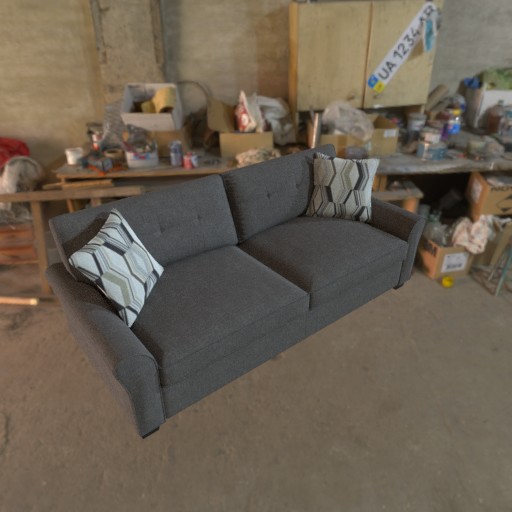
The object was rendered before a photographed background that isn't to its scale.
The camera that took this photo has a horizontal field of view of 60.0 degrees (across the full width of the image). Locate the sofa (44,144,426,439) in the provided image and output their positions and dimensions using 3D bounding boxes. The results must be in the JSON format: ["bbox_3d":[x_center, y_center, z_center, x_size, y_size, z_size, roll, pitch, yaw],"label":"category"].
[{"bbox_3d":[0.000,0.000,2.515,2.032,0.813,0.889,-22,37,-32],"label":"sofa"}]
